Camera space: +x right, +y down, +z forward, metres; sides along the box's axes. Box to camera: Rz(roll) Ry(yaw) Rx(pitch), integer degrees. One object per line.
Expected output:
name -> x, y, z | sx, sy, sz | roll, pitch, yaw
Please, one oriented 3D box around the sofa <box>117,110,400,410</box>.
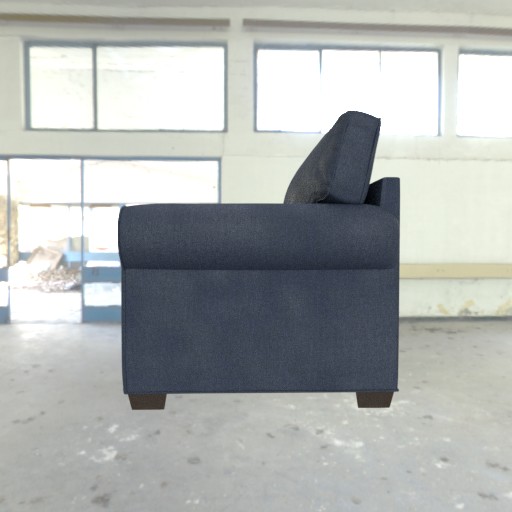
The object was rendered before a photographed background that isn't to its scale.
sofa -> 0.000, 0.000, 2.083 | 0.938, 1.004, 1.405 | 0, 1, -1
